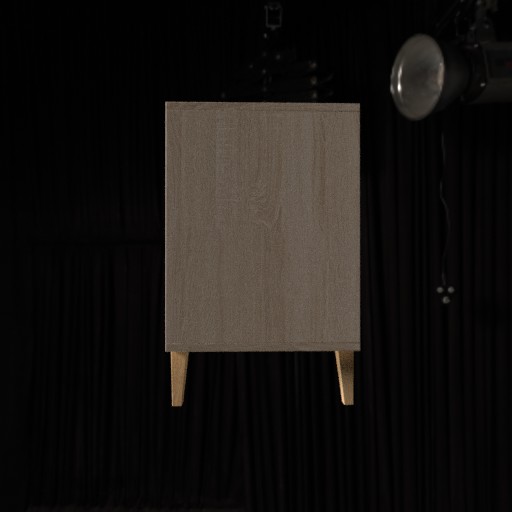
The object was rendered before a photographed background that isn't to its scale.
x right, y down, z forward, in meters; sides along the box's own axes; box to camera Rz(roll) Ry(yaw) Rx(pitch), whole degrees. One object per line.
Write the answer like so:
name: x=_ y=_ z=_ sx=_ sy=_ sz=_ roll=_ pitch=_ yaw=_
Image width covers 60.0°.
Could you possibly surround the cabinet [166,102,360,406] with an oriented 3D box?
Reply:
cabinet: x=0.000 y=0.000 z=1.963 sx=0.500 sy=0.780 sz=1.649 roll=0 pitch=0 yaw=-1
